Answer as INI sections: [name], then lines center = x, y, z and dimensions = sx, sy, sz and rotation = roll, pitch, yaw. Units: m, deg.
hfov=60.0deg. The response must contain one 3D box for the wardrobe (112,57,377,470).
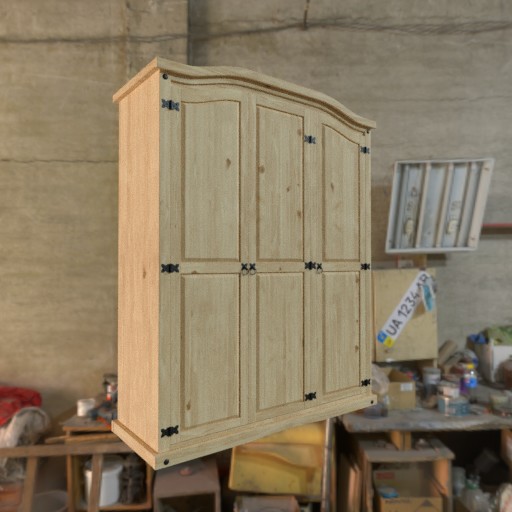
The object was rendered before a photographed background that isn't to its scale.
[wardrobe]
center = 0.000, 0.000, 2.597
dimensions = 1.500, 1.870, 0.570
rotation = 1, -1, -37
